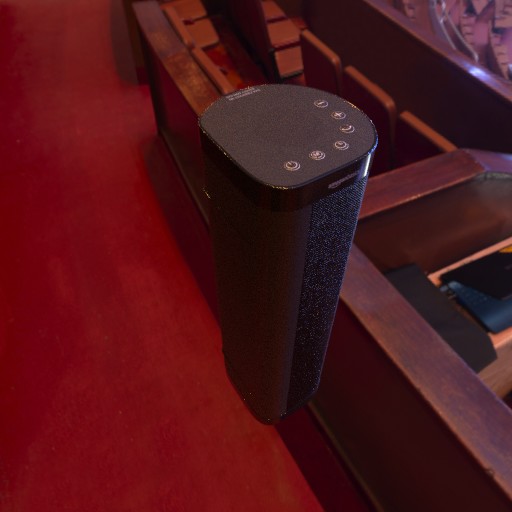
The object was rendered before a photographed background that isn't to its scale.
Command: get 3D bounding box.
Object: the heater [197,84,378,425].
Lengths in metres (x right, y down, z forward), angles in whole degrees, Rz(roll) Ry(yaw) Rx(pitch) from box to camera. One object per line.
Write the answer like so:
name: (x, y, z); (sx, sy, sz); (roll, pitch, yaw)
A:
heater: (0.000, 0.000, 0.696); (0.174, 0.552, 0.312); (-26, 54, -21)
